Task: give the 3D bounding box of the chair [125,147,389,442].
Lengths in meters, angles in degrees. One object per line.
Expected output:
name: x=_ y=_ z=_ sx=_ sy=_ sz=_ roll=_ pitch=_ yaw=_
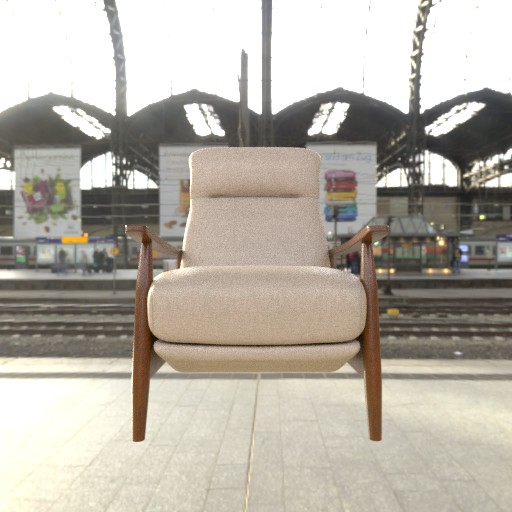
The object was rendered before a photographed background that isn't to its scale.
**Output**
chair: x=0.000 y=0.000 z=1.781 sx=0.762 sy=1.082 sz=1.030 roll=0 pitch=0 yaw=0
